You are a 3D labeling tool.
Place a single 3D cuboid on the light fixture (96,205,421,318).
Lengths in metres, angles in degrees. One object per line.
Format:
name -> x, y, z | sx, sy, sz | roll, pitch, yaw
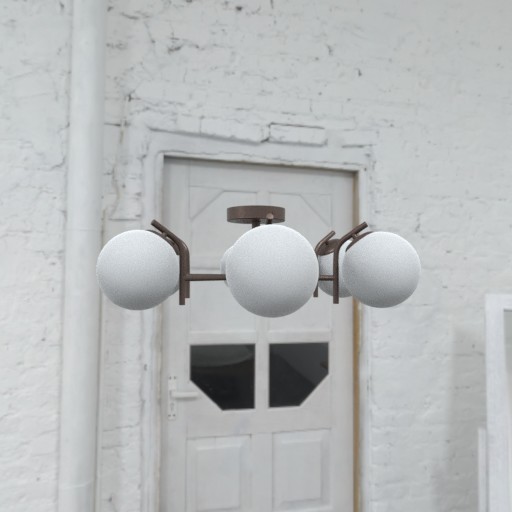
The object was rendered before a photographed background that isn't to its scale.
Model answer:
light fixture -> 0.000, 0.000, 0.949 | 0.662, 0.201, 0.662 | 0, -1, 0
